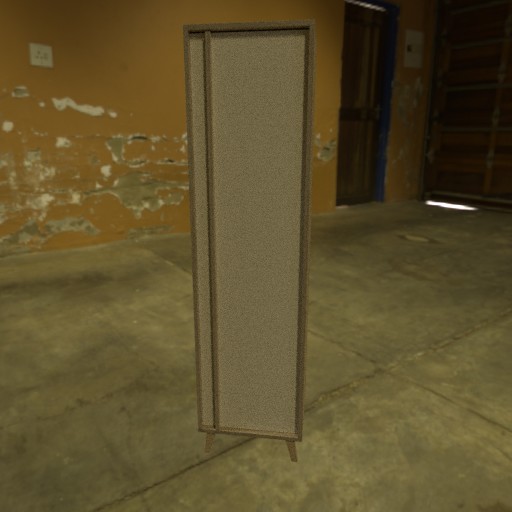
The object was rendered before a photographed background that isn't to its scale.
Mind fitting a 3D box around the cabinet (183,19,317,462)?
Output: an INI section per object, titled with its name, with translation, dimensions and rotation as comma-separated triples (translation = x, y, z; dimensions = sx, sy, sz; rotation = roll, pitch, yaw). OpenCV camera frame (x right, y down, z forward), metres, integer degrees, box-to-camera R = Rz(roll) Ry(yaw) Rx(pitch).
[cabinet]
translation = 0.000, 0.000, 2.153
dimensions = 0.510, 1.960, 0.450
rotation = 2, 15, 8
